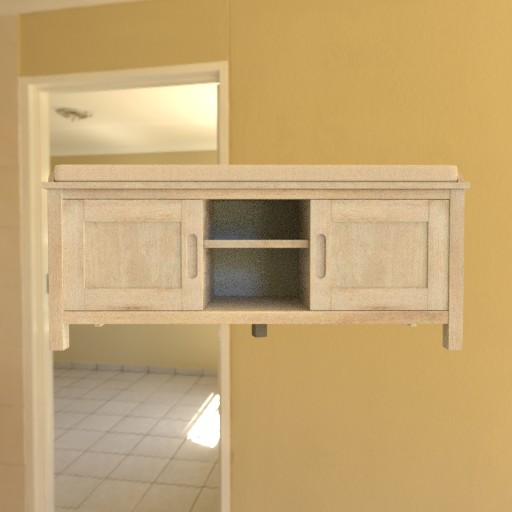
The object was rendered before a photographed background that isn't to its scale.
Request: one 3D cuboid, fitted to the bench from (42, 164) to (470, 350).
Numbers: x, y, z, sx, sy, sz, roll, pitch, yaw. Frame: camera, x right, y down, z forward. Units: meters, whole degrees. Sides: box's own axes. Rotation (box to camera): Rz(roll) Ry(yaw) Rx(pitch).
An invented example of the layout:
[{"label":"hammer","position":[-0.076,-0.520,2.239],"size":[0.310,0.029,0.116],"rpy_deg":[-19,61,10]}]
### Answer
[{"label":"bench","position":[0.000,0.000,1.384],"size":[1.140,0.501,0.398],"rpy_deg":[0,2,0]}]
